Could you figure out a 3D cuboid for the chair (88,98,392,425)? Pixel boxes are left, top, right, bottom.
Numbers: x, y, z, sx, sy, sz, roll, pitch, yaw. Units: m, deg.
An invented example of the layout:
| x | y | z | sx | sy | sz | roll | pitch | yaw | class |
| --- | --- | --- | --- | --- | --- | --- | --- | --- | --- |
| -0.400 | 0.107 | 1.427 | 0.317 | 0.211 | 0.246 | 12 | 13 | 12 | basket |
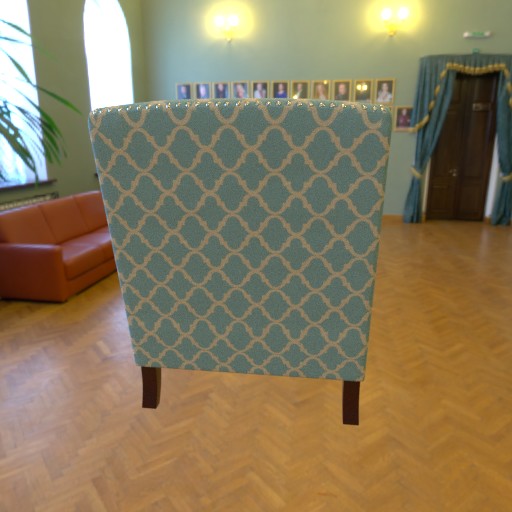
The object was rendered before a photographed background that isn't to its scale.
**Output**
| x | y | z | sx | sy | sz | roll | pitch | yaw | class |
| --- | --- | --- | --- | --- | --- | --- | --- | --- | --- |
| 0.000 | 0.000 | 1.293 | 0.617 | 0.817 | 0.686 | 2 | 15 | 7 | chair |
